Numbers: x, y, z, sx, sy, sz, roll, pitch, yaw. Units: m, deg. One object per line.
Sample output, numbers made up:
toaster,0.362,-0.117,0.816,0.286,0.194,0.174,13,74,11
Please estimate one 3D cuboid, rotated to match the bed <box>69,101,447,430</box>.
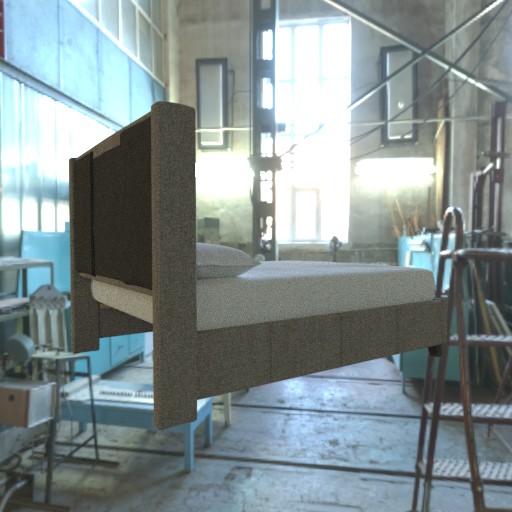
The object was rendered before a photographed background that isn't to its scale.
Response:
bed,0.000,0.000,3.290,2.245,1.481,1.714,-2,3,-35
